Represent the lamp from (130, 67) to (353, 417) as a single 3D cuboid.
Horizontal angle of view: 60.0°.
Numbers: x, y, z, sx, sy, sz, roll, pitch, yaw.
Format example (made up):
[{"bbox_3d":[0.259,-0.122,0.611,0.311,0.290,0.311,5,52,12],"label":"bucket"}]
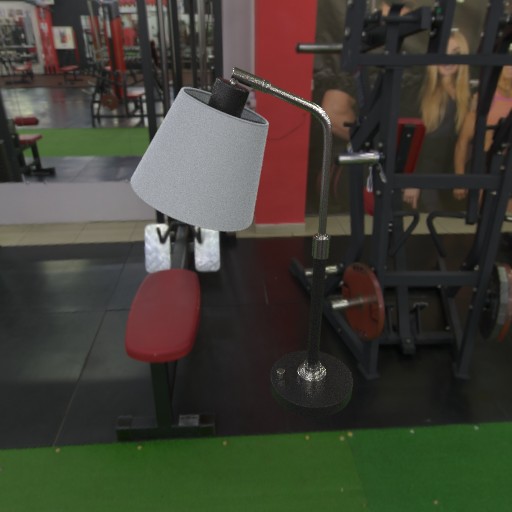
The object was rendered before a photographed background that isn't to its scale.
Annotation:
[{"bbox_3d":[0.000,0.000,0.685,0.348,0.539,0.181,-1,27,-2],"label":"lamp"}]
